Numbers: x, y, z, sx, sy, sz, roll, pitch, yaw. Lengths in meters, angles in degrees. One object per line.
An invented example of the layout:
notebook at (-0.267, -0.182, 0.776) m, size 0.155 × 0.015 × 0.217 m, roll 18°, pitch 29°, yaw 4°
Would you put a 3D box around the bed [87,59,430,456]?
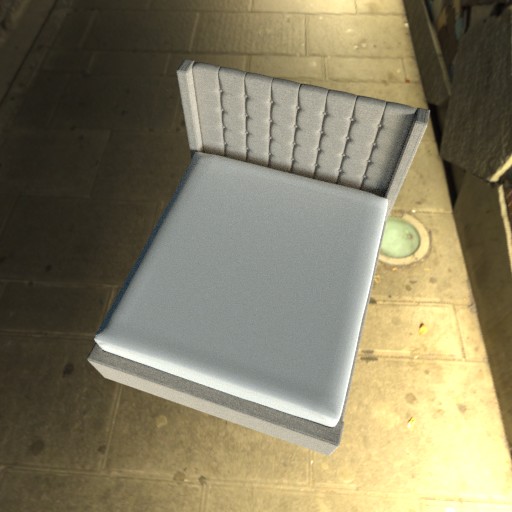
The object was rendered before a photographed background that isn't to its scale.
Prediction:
bed at (0.000, 0.000, 3.709) m, size 2.044 × 1.748 × 2.372 m, roll 16°, pitch 59°, yaw 10°
